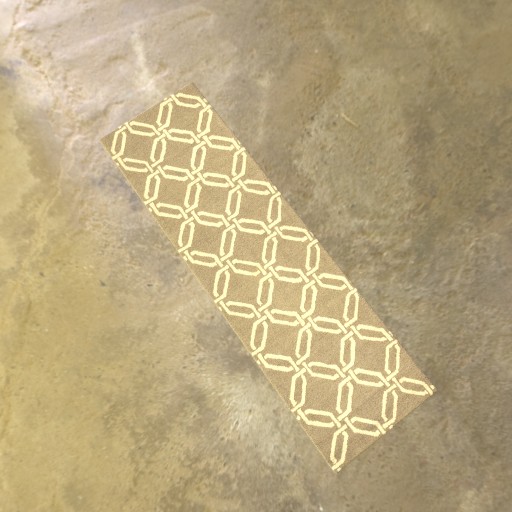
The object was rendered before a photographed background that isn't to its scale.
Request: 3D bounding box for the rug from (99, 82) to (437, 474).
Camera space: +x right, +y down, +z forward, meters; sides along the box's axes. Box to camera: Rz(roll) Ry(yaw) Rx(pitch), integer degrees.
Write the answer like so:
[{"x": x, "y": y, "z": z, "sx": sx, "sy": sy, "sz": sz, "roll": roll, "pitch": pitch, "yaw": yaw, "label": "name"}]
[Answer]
[{"x": 0.000, "y": 0.000, "z": 2.478, "sx": 0.678, "sy": 0.014, "sz": 2.276, "roll": -35, "pitch": 78, "yaw": -8, "label": "rug"}]
